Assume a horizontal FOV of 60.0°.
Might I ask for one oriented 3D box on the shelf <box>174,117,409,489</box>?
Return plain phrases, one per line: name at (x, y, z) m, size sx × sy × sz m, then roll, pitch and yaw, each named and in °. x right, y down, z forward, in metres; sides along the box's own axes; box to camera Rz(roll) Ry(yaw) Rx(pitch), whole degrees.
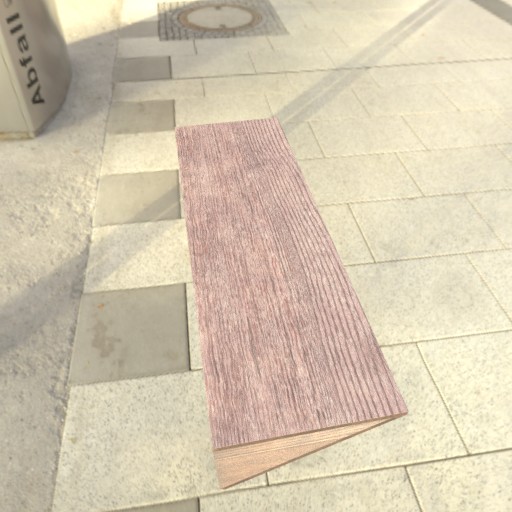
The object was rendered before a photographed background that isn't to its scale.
shelf at (0.000, 0.000, 0.690) m, size 0.200 × 0.125 × 0.610 m, roll -8°, pitch 46°, yaw -7°
